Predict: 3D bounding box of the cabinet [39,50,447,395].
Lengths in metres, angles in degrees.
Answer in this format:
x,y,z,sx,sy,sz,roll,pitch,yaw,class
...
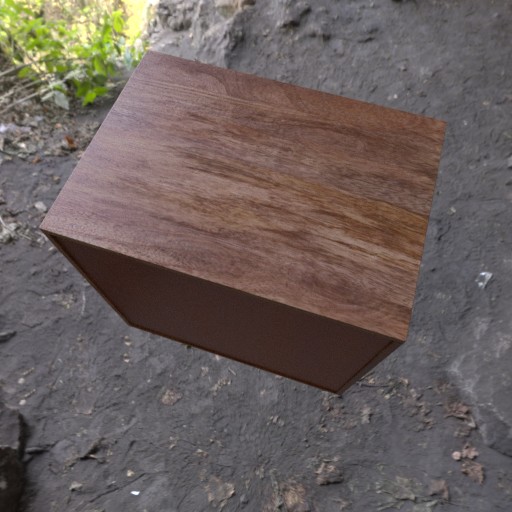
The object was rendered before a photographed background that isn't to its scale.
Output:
x,y,z,sx,sy,sz,roll,pitch,yaw,class
0.000,0.000,1.171,0.647,0.758,0.473,17,66,8,cabinet
